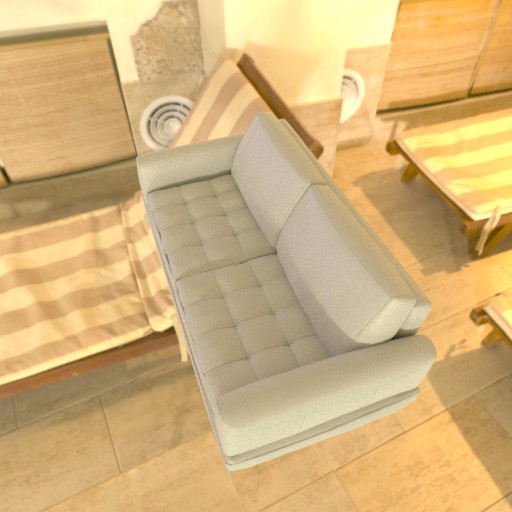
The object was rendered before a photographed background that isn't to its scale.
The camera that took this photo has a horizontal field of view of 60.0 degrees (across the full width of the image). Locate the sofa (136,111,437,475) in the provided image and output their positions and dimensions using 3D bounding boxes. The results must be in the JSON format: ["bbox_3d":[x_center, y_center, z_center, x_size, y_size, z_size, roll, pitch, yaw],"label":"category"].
[{"bbox_3d":[0.000,0.000,2.725,1.121,0.930,2.177,-15,49,-14],"label":"sofa"}]
